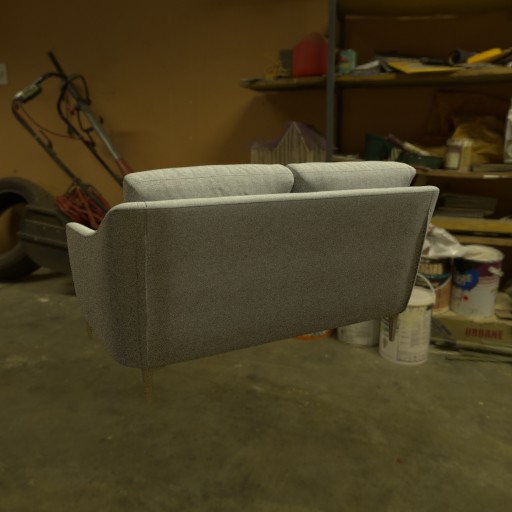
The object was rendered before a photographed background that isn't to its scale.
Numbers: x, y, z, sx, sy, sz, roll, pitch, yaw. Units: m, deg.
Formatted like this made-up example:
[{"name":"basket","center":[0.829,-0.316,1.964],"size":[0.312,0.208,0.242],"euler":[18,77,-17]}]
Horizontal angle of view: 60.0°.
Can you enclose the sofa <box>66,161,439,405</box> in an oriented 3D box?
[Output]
[{"name":"sofa","center":[0.000,0.000,2.153],"size":[1.619,0.904,0.960],"euler":[-7,16,-26]}]
